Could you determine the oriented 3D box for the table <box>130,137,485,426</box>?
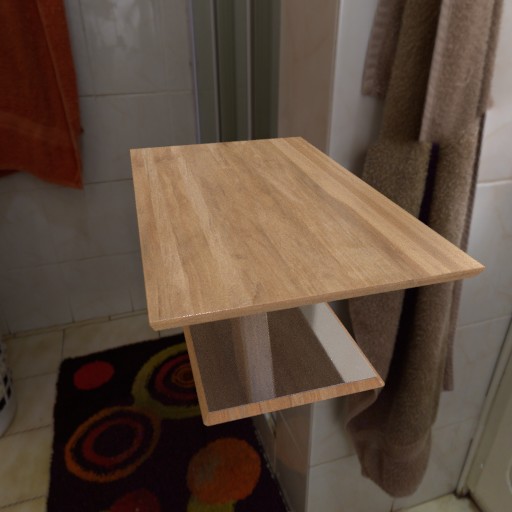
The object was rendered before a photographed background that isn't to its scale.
[{"bbox_3d":[0.000,0.000,1.417,0.692,0.441,1.100,-8,30,-14],"label":"table"}]
